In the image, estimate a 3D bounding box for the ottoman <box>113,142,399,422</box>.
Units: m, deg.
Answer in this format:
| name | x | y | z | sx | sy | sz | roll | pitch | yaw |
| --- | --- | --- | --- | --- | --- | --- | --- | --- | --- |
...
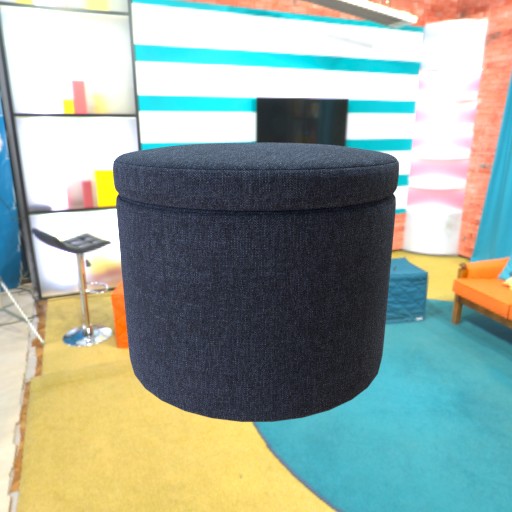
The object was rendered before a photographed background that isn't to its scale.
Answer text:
| name | x | y | z | sx | sy | sz | roll | pitch | yaw |
| --- | --- | --- | --- | --- | --- | --- | --- | --- | --- |
| ottoman | 0.000 | 0.000 | 0.858 | 0.500 | 0.419 | 0.500 | 0 | 16 | 0 |
